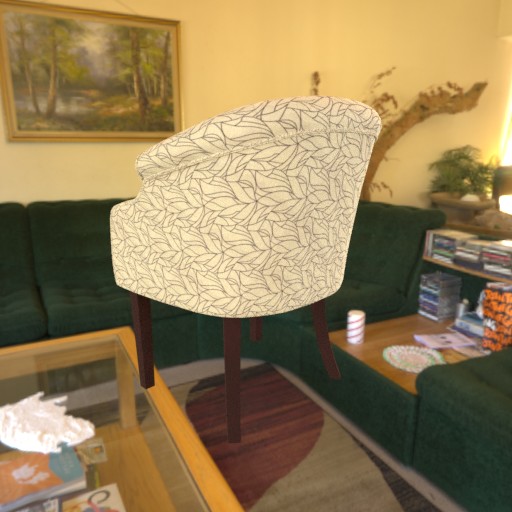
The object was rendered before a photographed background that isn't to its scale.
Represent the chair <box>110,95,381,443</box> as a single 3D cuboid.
[{"bbox_3d":[0.000,0.000,1.315,0.613,0.858,0.686,14,20,43],"label":"chair"}]
